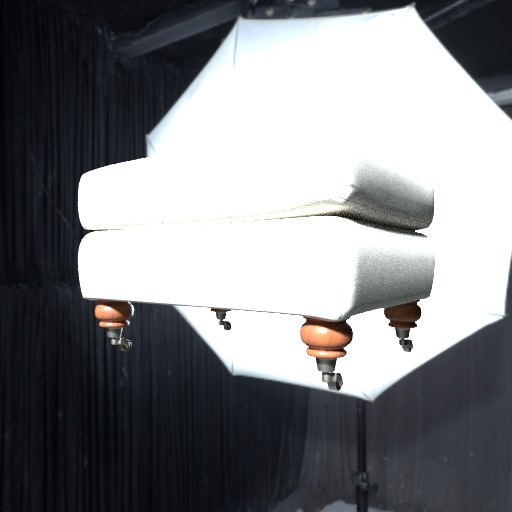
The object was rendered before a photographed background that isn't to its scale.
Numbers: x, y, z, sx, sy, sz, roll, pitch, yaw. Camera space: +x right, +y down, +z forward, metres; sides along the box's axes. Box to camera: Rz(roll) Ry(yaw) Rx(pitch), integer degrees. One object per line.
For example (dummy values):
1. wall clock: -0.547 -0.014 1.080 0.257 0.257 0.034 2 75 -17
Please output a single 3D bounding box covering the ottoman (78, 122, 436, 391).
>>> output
1. ottoman: 0.000 0.000 1.139 0.773 0.499 0.569 -1 -1 36
